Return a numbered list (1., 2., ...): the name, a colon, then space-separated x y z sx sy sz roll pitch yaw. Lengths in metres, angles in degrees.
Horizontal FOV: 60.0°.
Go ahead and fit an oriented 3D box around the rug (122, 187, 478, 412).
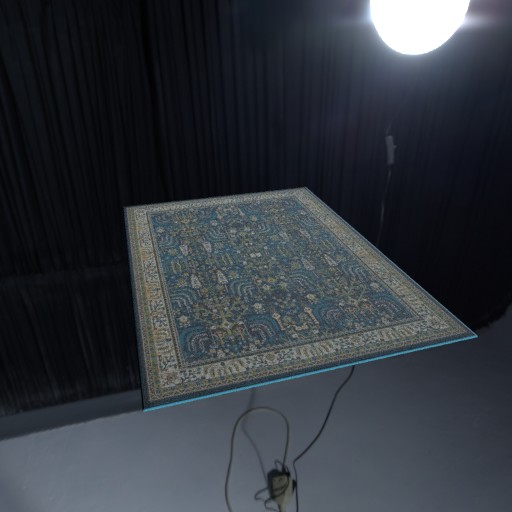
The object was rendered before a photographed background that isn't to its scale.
1. rug: 0.000 0.000 4.001 2.226 0.015 3.044 -8 30 -15
